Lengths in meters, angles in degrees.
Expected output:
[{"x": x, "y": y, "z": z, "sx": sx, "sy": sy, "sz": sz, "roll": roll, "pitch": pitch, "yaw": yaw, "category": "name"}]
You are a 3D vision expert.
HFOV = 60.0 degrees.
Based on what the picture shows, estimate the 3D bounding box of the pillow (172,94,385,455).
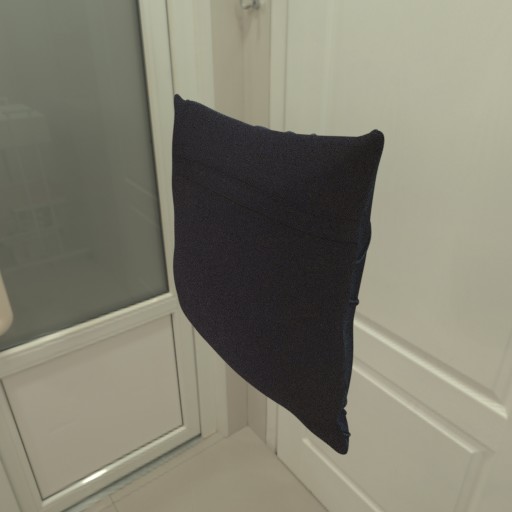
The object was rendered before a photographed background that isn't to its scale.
[{"x": 0.000, "y": 0.000, "z": 0.676, "sx": 0.183, "sy": 0.440, "sz": 0.439, "roll": -19, "pitch": 33, "yaw": -32, "category": "pillow"}]
